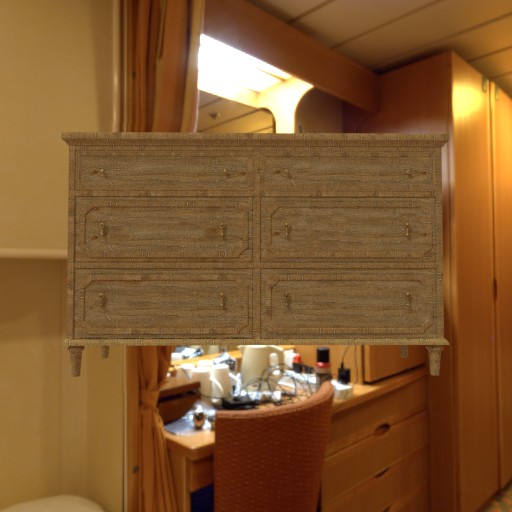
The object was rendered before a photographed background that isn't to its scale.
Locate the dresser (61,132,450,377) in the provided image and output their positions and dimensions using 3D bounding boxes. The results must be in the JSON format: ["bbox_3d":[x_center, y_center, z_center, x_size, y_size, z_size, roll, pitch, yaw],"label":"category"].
[{"bbox_3d":[0.000,0.000,2.066,1.626,1.016,0.457,0,-2,-1],"label":"dresser"}]
